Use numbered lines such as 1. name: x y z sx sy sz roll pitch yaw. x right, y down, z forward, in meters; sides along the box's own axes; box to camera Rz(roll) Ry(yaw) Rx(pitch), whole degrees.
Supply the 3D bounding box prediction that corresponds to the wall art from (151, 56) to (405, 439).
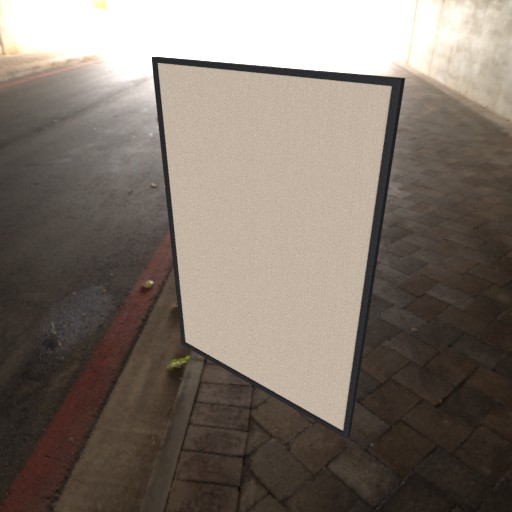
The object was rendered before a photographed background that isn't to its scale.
1. wall art: 0.000 0.000 0.827 0.457 0.657 0.013 21 35 32
